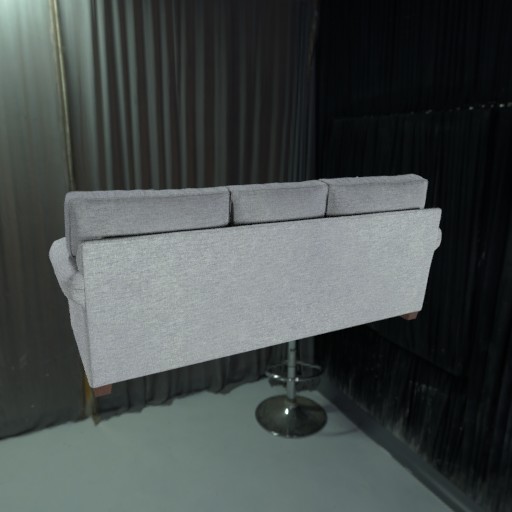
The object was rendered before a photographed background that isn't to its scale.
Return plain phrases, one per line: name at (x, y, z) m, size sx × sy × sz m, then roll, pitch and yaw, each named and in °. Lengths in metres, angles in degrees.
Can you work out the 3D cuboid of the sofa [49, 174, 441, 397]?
sofa at (0.000, 0.000, 2.775) m, size 2.312 × 0.975 × 0.965 m, roll -7°, pitch 16°, yaw -27°
